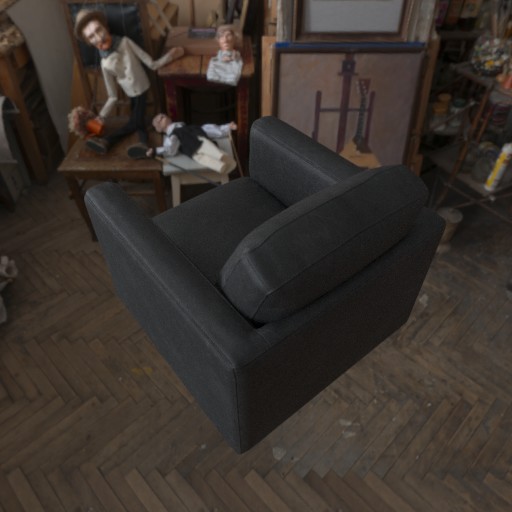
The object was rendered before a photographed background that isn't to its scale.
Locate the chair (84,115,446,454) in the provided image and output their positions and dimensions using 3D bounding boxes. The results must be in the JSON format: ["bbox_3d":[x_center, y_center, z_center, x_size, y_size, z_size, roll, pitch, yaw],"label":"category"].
[{"bbox_3d":[0.000,0.000,1.567,0.831,0.898,0.879,-30,53,-25],"label":"chair"}]
